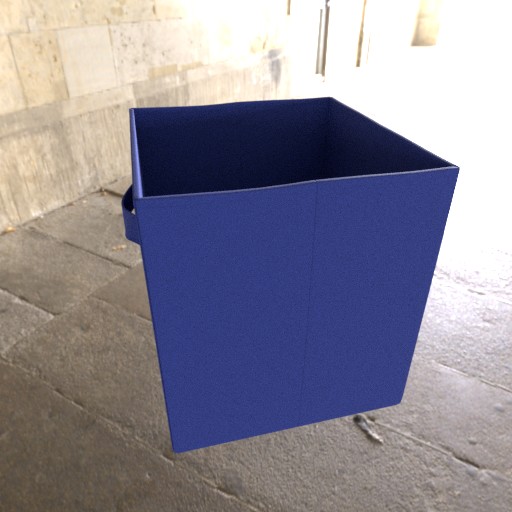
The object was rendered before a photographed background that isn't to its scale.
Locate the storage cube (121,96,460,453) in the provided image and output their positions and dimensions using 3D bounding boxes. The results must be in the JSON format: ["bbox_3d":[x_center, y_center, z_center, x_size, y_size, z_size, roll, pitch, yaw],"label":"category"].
[{"bbox_3d":[0.000,0.000,0.502,0.270,0.280,0.270,-8,32,-12],"label":"storage cube"}]
